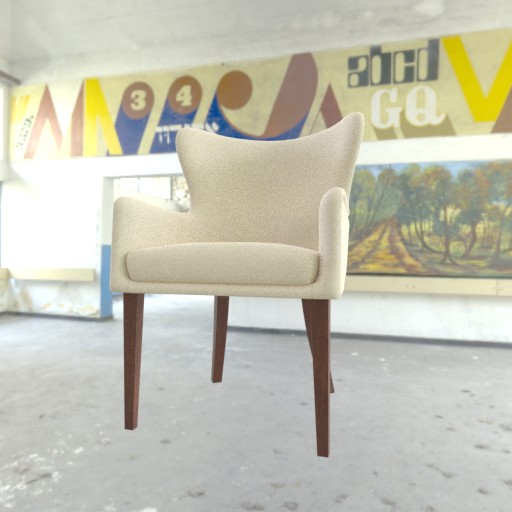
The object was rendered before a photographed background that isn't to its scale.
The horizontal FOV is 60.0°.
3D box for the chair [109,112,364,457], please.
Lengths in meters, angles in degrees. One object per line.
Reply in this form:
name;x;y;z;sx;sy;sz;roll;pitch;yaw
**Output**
chair;0.000;0.000;1.496;0.696;0.990;0.744;0;1;17
